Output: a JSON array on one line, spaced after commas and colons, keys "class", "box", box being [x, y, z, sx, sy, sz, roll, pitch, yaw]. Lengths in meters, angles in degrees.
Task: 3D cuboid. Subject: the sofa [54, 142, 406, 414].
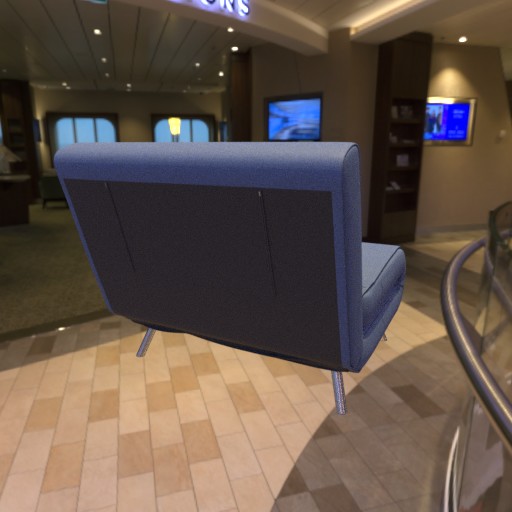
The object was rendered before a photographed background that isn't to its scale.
[{"class": "sofa", "box": [0.000, 0.000, 1.734, 0.999, 0.860, 0.996, 7, 16, 27]}]
